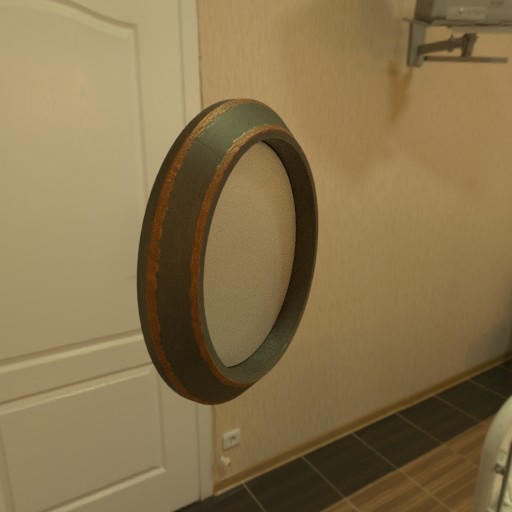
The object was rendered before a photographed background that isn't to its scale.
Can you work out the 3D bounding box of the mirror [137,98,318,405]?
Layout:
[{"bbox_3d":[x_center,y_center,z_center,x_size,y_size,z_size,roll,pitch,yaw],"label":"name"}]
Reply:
[{"bbox_3d":[0.000,0.000,1.352,0.111,0.907,0.907,8,17,28],"label":"mirror"}]
